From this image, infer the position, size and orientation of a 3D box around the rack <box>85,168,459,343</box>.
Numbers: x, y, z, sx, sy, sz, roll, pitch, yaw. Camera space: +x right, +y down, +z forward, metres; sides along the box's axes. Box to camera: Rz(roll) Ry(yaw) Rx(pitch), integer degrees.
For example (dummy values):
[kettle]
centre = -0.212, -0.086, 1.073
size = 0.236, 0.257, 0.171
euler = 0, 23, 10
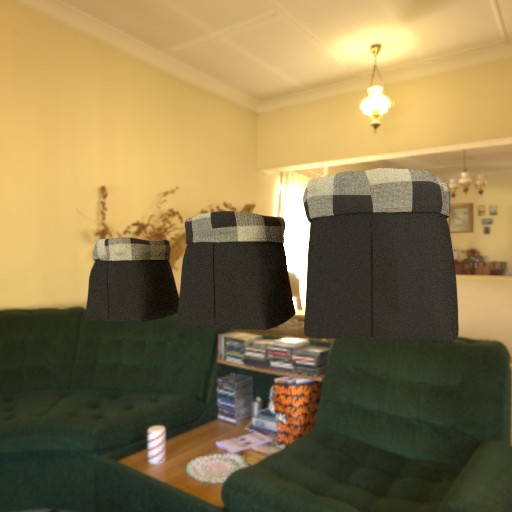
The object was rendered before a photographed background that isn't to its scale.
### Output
[rack]
centre = 0.000, 0.000, 1.070
size = 0.889, 0.329, 0.370
euler = 0, 0, 19
